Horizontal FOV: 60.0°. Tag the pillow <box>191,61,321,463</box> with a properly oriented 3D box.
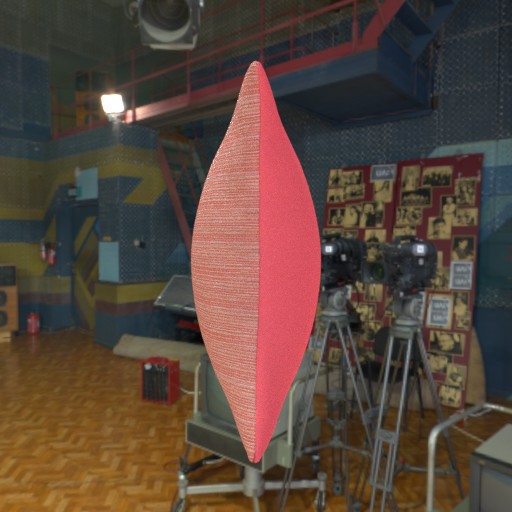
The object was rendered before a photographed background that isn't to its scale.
[{"bbox_3d":[0.000,0.000,0.819,0.229,0.501,0.559,0,2,0],"label":"pillow"}]
